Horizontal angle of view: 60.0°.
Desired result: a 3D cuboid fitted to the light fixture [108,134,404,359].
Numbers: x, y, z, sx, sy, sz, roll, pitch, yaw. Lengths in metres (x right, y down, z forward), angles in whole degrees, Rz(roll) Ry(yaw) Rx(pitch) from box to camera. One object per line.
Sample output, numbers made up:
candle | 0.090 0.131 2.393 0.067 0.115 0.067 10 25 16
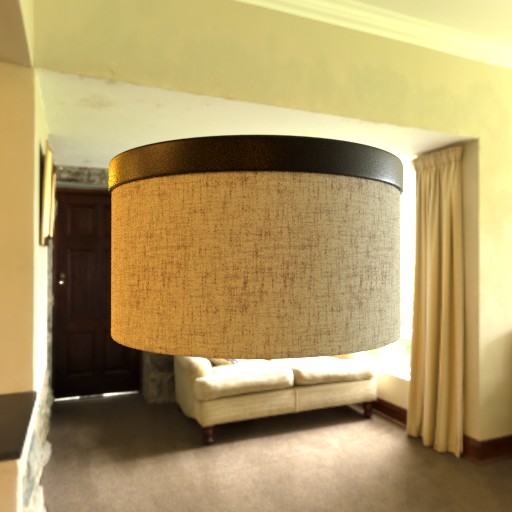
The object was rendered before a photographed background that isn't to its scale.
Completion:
light fixture | 0.000 0.000 0.616 0.389 0.229 0.389 0 -1 0
